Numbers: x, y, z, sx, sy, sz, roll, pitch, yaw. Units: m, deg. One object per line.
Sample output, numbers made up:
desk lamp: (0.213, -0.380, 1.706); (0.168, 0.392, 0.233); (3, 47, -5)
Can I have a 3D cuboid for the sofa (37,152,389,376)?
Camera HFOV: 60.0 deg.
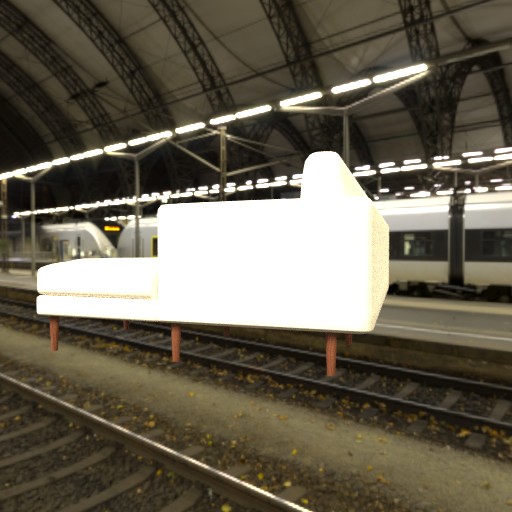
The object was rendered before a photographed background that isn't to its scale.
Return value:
sofa: (0.000, 0.000, 2.842); (1.580, 0.899, 2.029); (0, 1, 18)
